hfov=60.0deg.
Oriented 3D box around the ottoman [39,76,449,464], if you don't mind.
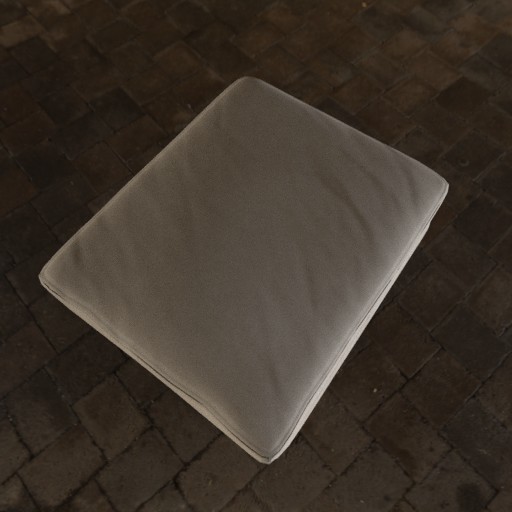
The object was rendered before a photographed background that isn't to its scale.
[{"bbox_3d":[0.000,0.000,1.477,0.836,0.492,1.002,33,68,15],"label":"ottoman"}]
